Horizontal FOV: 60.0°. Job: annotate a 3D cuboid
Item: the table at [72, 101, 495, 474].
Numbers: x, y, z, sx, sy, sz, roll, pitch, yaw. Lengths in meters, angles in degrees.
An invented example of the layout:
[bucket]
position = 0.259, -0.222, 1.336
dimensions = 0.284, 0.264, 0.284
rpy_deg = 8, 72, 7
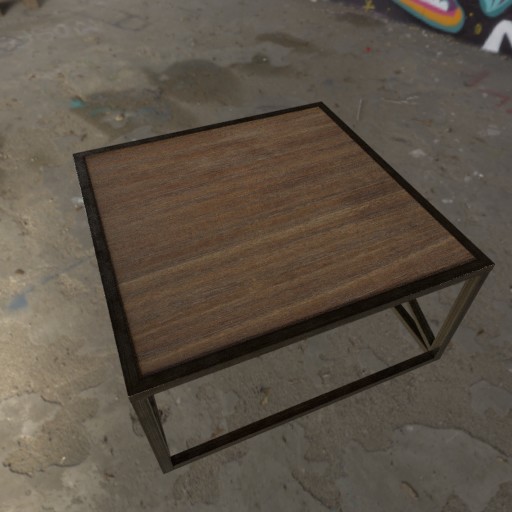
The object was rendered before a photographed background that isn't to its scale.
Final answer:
[table]
position = 0.000, 0.000, 1.424
dimensions = 0.909, 0.451, 0.899
rpy_deg = -17, 49, -15
